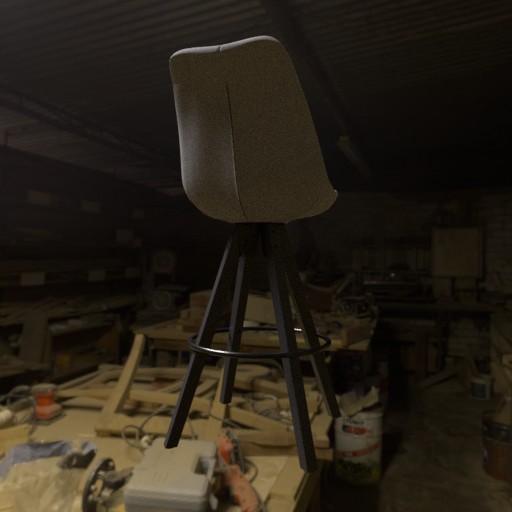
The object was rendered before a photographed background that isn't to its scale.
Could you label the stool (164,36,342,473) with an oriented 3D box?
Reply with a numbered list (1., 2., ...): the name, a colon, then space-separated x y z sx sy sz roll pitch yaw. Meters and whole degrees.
1. stool: 0.000 0.000 1.389 0.485 1.115 0.550 0 0 20
